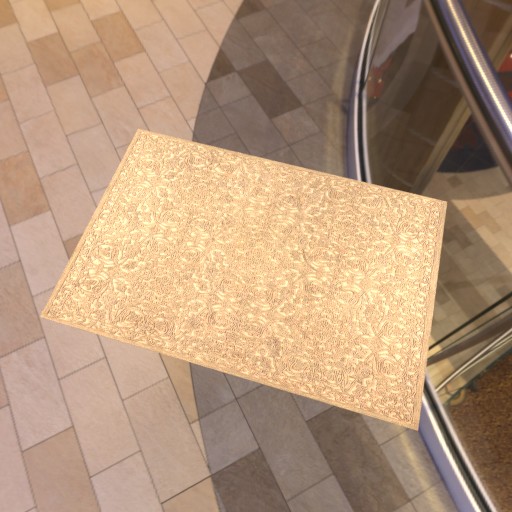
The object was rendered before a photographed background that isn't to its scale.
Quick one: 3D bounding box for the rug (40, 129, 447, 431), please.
[{"bbox_3d":[0.000,0.000,2.292,1.827,0.006,1.221,15,65,7],"label":"rug"}]
